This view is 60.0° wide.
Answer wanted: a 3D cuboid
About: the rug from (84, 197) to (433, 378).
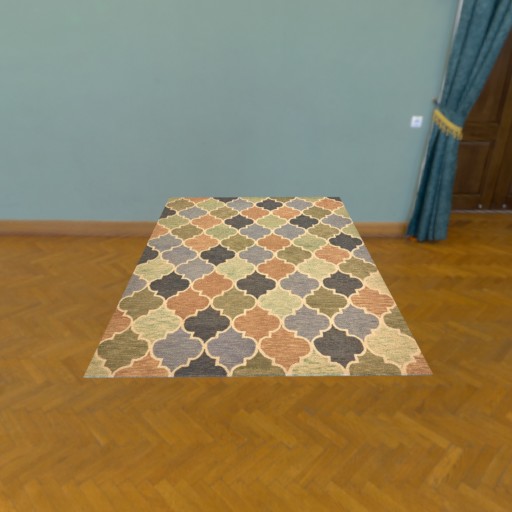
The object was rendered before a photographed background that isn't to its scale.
[{"bbox_3d":[0.000,0.000,2.357,1.216,0.006,1.828,0,27,-1],"label":"rug"}]
